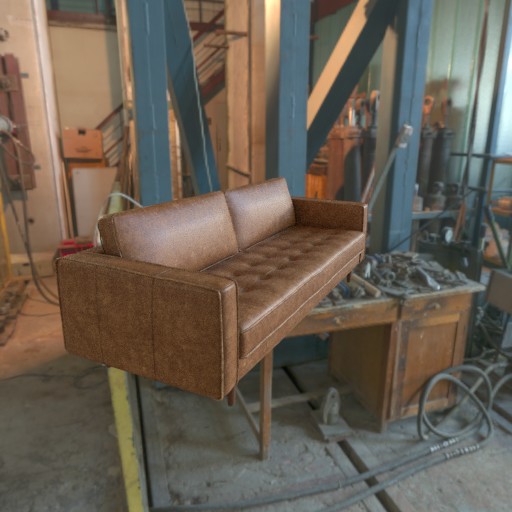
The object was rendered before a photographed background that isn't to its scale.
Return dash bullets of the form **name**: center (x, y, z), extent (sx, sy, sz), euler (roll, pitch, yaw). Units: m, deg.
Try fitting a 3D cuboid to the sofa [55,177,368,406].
- **sofa**: center (0.000, 0.000, 2.703), extent (0.886, 0.779, 2.199), euler (8, 18, 26)
